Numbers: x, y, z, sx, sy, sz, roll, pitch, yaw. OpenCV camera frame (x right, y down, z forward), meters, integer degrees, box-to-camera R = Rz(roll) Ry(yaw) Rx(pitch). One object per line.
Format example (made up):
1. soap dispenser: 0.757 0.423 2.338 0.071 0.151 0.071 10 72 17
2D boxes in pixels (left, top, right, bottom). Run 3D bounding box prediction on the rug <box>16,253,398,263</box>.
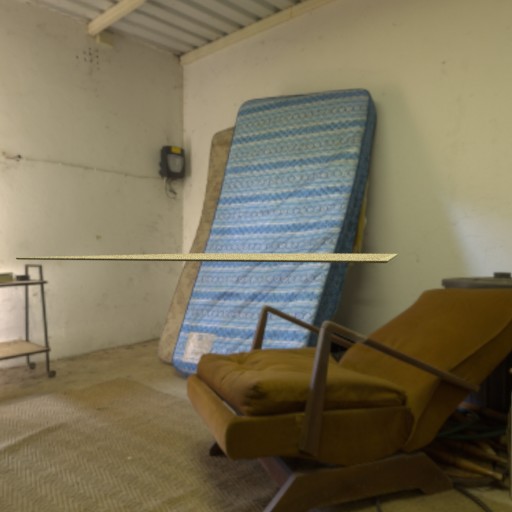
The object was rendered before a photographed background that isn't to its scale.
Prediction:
1. rug: 0.000 0.000 4.079 2.441 0.015 3.050 0 1 19
